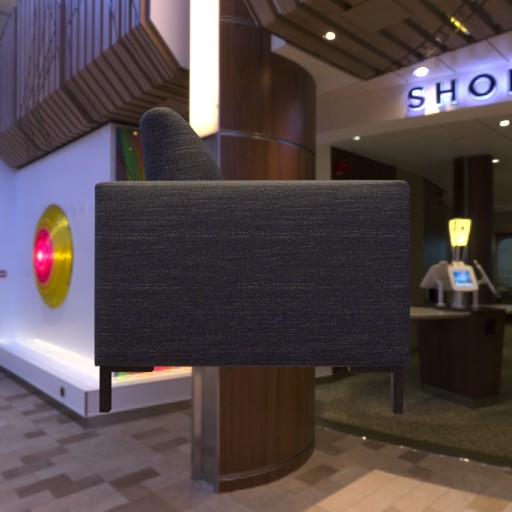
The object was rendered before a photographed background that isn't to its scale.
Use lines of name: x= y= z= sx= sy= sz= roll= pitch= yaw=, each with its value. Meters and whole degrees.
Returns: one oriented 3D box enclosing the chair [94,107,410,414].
chair: x=0.000 y=0.000 z=1.639 sx=0.866 sy=0.861 sz=0.963 roll=0 pitch=-1 yaw=1
